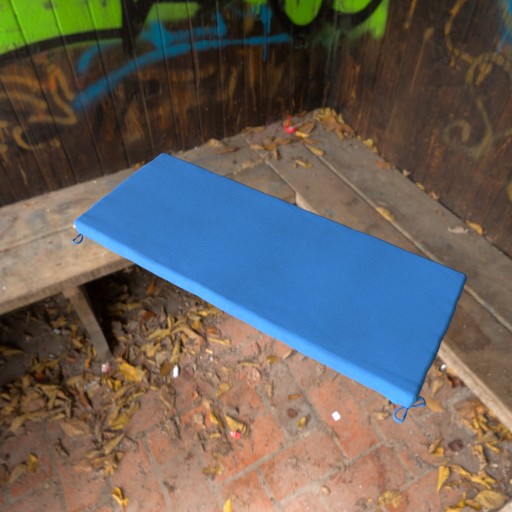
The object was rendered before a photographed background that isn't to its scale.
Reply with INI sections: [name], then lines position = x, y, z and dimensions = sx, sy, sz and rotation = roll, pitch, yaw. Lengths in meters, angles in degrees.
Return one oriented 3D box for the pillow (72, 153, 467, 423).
[pillow]
position = 0.000, 0.000, 1.364
dimensions = 1.187, 0.081, 0.492
rotation = 25, 52, 21
